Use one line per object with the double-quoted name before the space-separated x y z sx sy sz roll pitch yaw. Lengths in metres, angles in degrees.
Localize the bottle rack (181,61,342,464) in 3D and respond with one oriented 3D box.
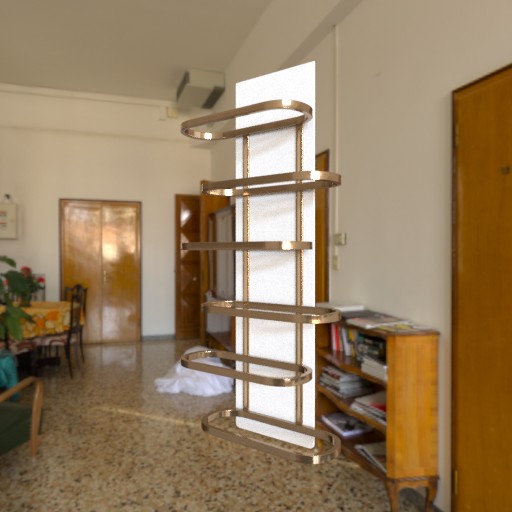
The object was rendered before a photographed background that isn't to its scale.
"bottle rack" 0.000 0.000 0.818 0.332 0.709 0.118 0 1 36
